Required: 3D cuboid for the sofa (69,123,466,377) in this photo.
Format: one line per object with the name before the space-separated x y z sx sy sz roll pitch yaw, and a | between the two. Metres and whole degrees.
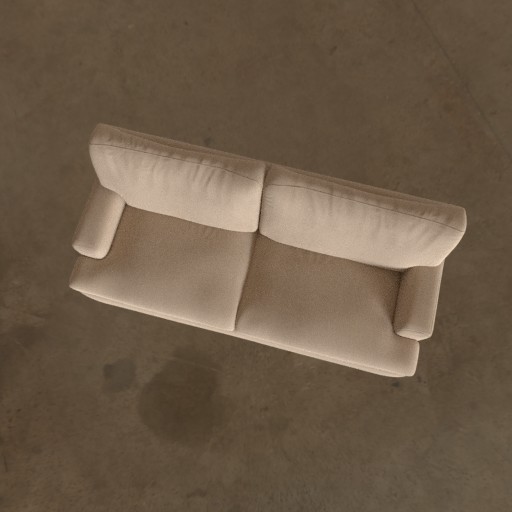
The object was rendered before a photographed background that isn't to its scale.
sofa | 0.000 0.000 2.638 2.147 0.925 0.929 14 75 4
